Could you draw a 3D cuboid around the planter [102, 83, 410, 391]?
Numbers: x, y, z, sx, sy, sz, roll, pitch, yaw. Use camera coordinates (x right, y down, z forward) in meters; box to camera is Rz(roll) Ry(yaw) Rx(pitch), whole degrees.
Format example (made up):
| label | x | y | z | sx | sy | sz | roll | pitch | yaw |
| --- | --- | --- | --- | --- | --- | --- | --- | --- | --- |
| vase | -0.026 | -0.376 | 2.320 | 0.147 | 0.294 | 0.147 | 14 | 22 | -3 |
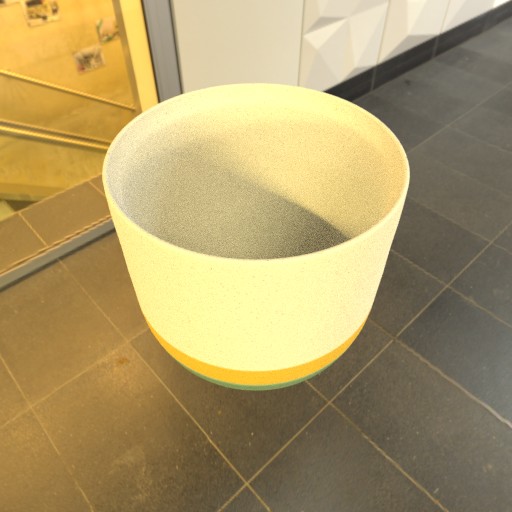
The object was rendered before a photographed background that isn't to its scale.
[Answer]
| label | x | y | z | sx | sy | sz | roll | pitch | yaw |
| --- | --- | --- | --- | --- | --- | --- | --- | --- | --- |
| planter | 0.000 | 0.000 | 0.491 | 0.268 | 0.270 | 0.268 | 0 | 47 | 0 |
